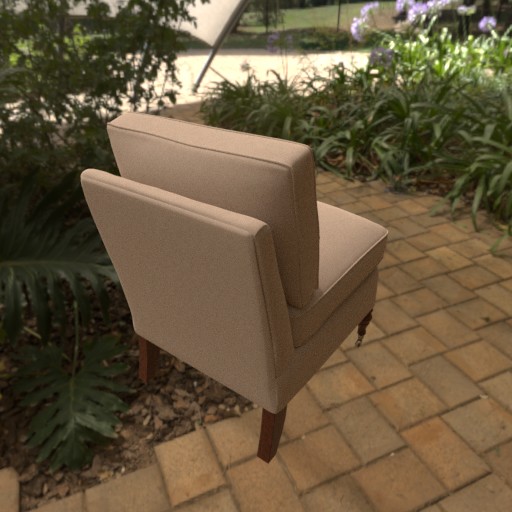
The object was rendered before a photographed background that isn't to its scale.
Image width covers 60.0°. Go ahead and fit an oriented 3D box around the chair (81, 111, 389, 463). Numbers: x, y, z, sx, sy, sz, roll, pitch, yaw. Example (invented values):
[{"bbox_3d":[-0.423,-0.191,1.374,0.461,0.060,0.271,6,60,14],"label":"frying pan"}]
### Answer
[{"bbox_3d":[0.000,0.000,1.669,0.724,1.052,0.912,20,35,32],"label":"chair"}]
